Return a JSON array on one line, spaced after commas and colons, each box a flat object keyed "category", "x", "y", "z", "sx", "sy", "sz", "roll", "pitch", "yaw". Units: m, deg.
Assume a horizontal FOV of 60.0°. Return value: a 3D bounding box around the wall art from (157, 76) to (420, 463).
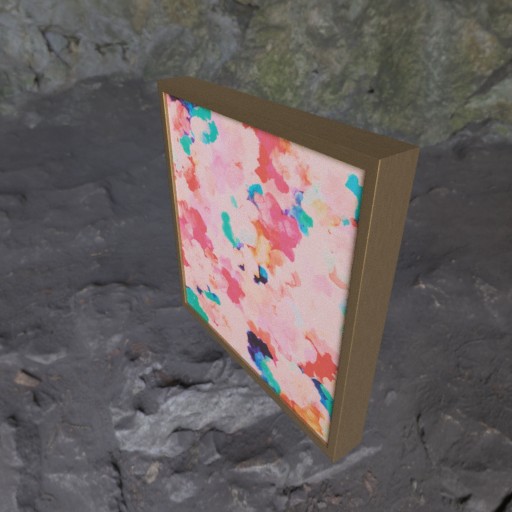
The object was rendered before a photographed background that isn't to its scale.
[{"category": "wall art", "x": 0.000, "y": 0.000, "z": 0.460, "sx": 0.038, "sy": 0.305, "sz": 0.304, "roll": -21, "pitch": 38, "yaw": -30}]
